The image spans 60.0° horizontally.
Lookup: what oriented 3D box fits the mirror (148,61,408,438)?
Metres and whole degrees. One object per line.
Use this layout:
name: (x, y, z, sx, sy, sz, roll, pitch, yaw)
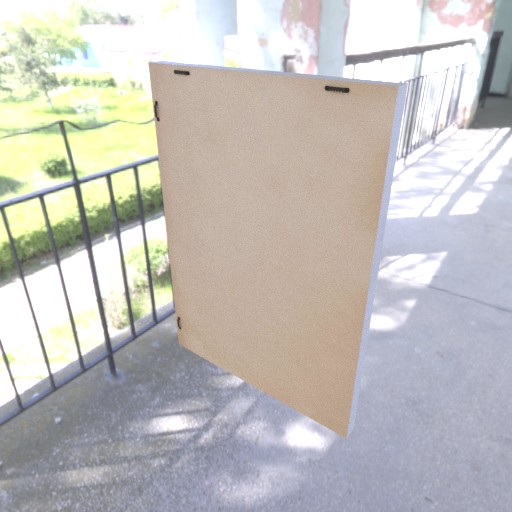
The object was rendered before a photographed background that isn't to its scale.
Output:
mirror: (0.000, 0.000, 0.916, 0.507, 0.710, 0.039, 20, 35, 32)
